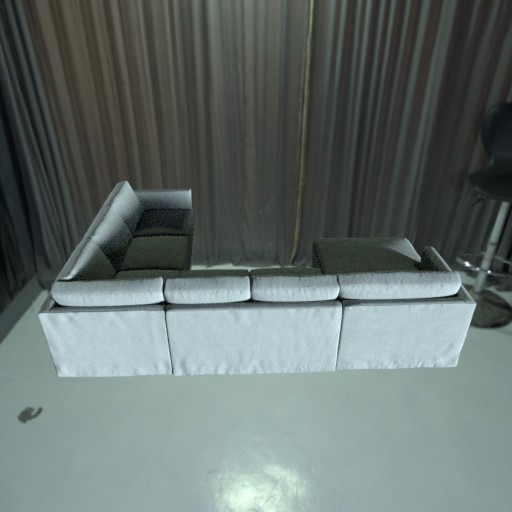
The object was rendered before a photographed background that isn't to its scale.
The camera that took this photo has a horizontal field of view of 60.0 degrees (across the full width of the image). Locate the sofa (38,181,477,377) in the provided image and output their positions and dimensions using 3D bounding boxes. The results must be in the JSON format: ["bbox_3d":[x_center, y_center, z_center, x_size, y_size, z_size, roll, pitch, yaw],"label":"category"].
[{"bbox_3d":[0.000,0.000,4.579,3.434,0.869,2.440,-1,31,-2],"label":"sofa"}]
